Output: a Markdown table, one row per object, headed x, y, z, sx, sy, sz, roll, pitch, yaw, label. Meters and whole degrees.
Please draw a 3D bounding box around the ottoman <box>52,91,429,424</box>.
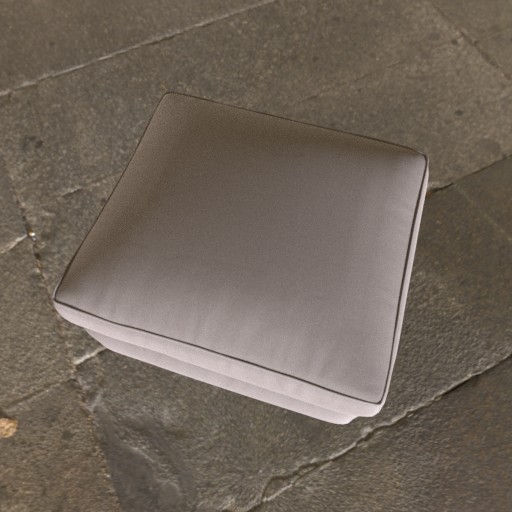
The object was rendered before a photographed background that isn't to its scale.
| x | y | z | sx | sy | sz | roll | pitch | yaw | label |
| --- | --- | --- | --- | --- | --- | --- | --- | --- | --- |
| 0.000 | 0.000 | 1.152 | 0.721 | 0.505 | 0.662 | 16 | 65 | 8 | ottoman |
